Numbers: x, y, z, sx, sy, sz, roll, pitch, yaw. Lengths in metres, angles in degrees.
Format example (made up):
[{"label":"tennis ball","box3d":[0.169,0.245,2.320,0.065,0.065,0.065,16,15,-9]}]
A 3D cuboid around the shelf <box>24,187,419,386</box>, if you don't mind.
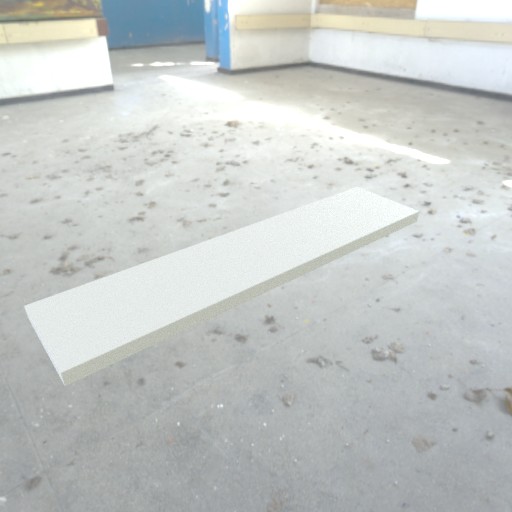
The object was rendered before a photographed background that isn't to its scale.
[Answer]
[{"label":"shelf","box3d":[0.000,0.000,0.660,0.610,0.020,0.140,-22,38,-32]}]
